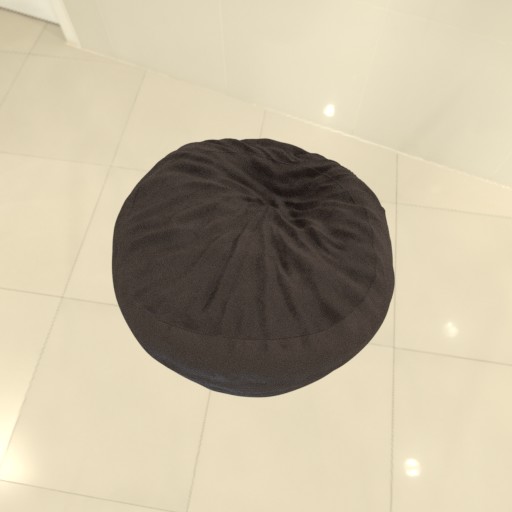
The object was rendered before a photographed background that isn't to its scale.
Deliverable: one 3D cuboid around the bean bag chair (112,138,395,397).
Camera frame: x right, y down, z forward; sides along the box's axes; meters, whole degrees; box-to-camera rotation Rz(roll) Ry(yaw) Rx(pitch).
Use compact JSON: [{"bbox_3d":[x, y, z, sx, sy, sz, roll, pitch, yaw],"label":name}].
[{"bbox_3d":[0.000,0.000,2.065,1.245,0.821,1.245,0,64,0],"label":"bean bag chair"}]
